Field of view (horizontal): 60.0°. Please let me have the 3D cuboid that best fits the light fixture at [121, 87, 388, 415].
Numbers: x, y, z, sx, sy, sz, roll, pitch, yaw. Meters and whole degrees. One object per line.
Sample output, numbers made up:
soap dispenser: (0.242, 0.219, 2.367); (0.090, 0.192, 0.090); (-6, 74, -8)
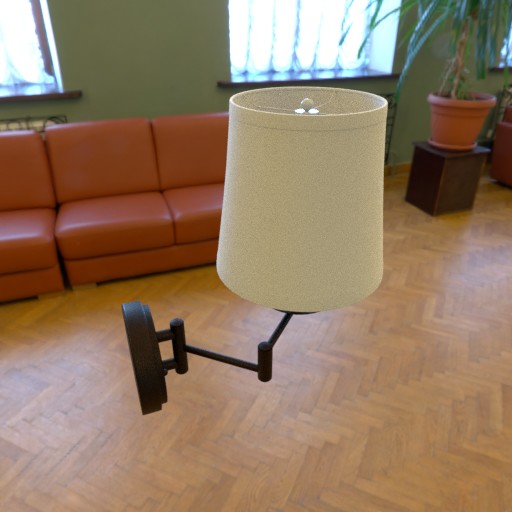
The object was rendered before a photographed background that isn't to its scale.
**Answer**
light fixture: (0.000, 0.000, 0.258); (0.157, 0.172, 0.100); (-11, 31, -18)
